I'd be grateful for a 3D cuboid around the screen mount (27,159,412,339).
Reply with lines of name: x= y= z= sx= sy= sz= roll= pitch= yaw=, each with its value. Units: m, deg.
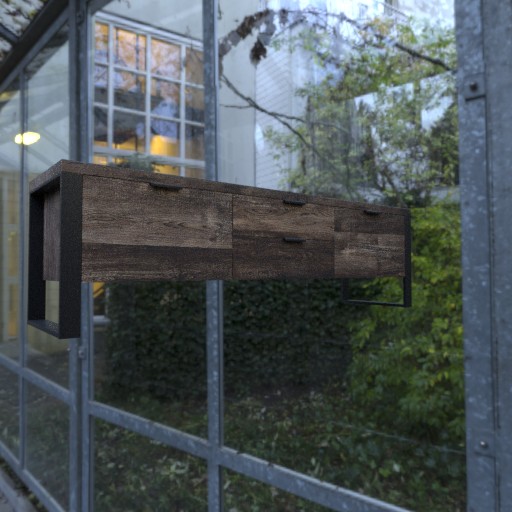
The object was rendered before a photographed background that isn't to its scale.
screen mount: x=0.000 y=0.000 z=1.719 sx=1.524 sy=0.450 sz=0.395 roll=1 pitch=-2 yaw=-38
